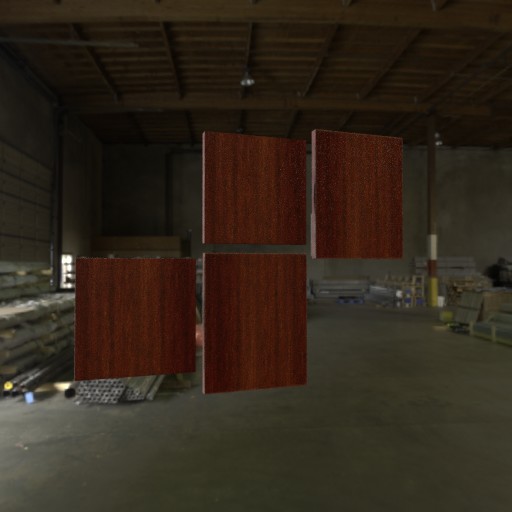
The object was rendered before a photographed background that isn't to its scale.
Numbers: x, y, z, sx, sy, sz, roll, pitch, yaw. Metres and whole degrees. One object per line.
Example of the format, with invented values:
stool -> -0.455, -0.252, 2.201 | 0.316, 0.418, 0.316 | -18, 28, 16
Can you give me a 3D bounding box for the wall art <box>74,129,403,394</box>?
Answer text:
wall art -> 0.000, 0.000, 0.841 | 0.635, 0.497, 0.030 | 0, -1, -18
